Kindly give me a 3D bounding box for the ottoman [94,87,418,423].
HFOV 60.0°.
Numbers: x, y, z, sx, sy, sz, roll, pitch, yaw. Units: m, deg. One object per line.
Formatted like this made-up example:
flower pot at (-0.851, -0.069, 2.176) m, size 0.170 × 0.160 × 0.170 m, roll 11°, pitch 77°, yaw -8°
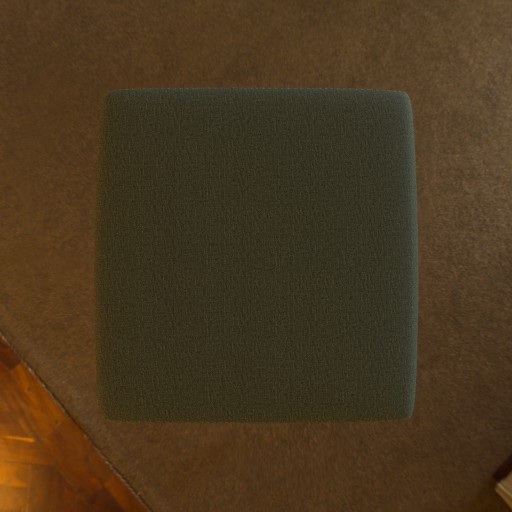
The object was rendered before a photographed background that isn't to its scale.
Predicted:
ottoman at (0.000, 0.000, 1.021) m, size 0.649 × 0.398 × 0.650 m, roll 0°, pitch 89°, yaw 0°
